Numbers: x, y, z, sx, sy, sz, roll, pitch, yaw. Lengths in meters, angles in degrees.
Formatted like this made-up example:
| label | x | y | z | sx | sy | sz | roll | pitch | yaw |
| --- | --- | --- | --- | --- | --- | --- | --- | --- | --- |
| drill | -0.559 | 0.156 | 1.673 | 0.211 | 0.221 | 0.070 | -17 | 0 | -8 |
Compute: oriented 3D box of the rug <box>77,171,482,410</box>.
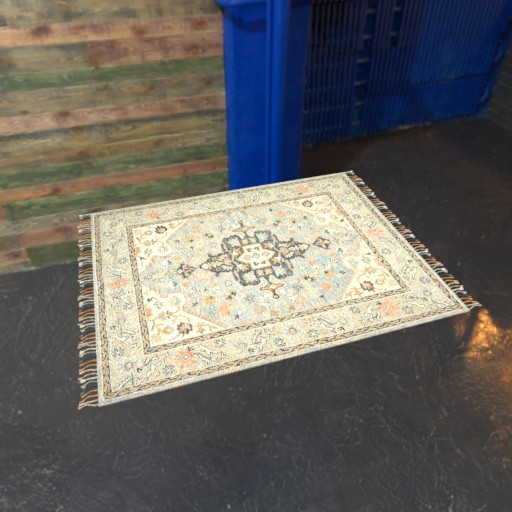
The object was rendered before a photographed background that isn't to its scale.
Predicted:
| label | x | y | z | sx | sy | sz | roll | pitch | yaw |
| --- | --- | --- | --- | --- | --- | --- | --- | --- | --- |
| rug | 0.000 | 0.000 | 2.248 | 1.730 | 0.009 | 1.278 | -11 | 42 | -13 |
